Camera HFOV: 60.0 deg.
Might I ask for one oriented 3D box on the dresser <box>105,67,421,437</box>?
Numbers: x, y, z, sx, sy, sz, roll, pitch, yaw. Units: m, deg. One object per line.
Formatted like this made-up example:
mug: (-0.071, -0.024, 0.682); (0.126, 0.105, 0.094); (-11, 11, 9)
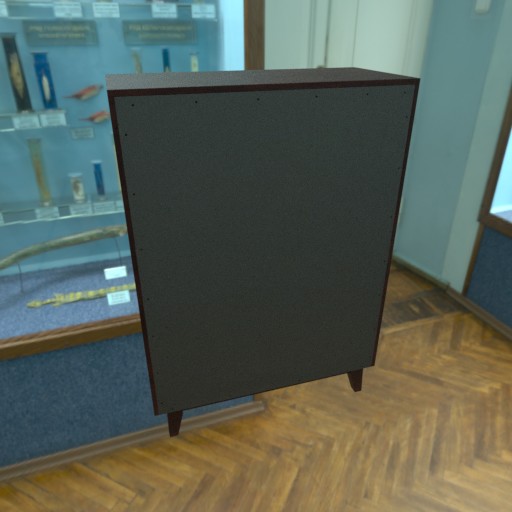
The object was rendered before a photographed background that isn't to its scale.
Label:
dresser: (0.000, 0.000, 2.002); (1.072, 1.514, 0.506); (-8, 29, -15)
